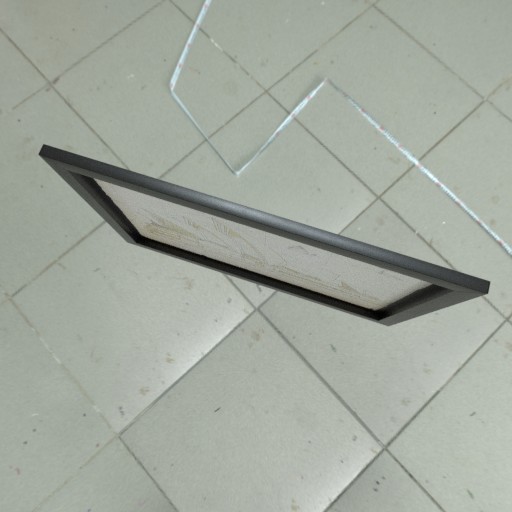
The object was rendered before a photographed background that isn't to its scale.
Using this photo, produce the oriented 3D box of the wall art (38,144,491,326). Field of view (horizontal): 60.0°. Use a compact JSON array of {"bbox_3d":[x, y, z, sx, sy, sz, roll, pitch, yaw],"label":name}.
[{"bbox_3d":[0.000,0.000,0.562,0.440,0.306,0.013,18,76,4],"label":"wall art"}]
